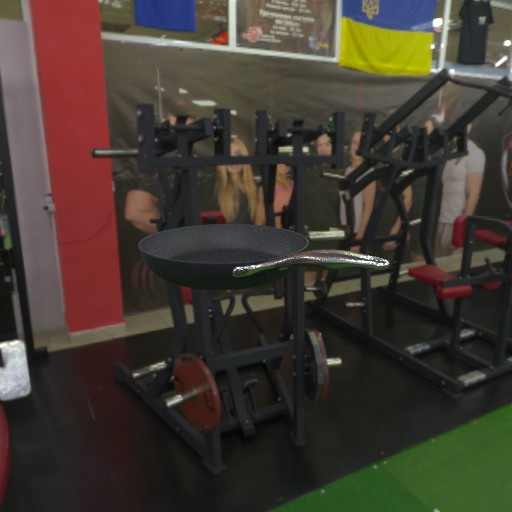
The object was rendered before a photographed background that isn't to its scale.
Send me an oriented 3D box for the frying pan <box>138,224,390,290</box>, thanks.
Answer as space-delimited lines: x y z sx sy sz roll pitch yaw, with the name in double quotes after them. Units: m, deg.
0.000 0.000 0.582 0.255 0.105 0.472 -7 17 -25 "frying pan"
